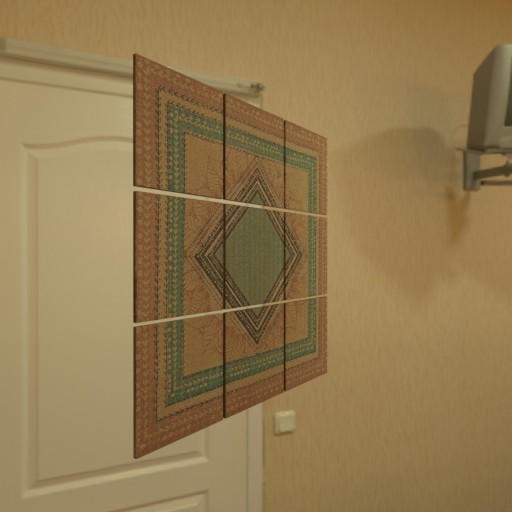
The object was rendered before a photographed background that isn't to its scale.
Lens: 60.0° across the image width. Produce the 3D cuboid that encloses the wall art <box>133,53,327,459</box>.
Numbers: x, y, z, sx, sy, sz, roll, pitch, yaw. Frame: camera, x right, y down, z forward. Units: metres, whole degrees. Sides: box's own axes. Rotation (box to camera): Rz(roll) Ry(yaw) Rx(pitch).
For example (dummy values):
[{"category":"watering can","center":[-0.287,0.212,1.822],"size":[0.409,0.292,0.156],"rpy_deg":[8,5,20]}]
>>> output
[{"category":"wall art","center":[0.000,0.000,1.814],"size":[0.013,1.213,1.215],"rpy_deg":[0,0,37]}]
